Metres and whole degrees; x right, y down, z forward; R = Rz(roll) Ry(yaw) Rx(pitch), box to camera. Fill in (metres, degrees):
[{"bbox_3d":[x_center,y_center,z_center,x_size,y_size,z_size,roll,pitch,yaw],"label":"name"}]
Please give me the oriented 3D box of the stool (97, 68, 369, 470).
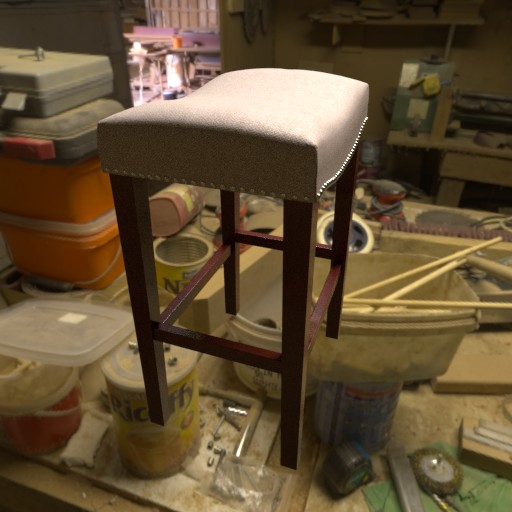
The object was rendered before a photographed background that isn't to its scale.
[{"bbox_3d":[0.000,0.000,1.015,0.372,0.742,0.504,11,32,17],"label":"stool"}]
